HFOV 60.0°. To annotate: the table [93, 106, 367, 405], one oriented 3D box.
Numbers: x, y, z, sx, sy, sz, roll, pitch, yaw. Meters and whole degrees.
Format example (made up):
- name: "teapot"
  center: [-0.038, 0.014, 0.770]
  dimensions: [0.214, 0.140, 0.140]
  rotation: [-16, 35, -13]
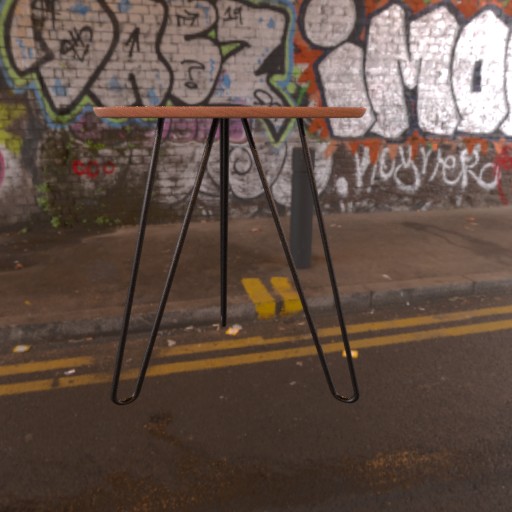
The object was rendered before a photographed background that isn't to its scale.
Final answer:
- name: "table"
  center: [0.000, 0.000, 0.895]
  dimensions: [0.455, 0.564, 0.442]
  rotation: [8, 19, 25]
